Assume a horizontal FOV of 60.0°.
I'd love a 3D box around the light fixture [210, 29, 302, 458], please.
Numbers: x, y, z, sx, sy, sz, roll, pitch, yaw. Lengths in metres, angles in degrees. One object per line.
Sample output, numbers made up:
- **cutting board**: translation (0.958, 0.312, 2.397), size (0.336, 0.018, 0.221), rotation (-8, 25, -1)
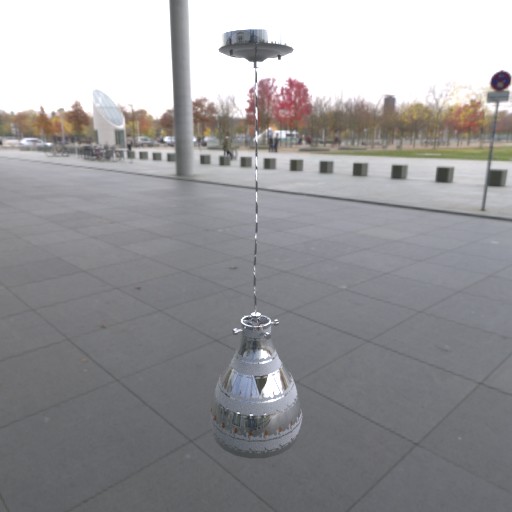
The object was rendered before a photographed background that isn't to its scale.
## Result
- **light fixture**: translation (0.000, 0.000, 1.620), size (0.374, 1.457, 0.374), rotation (-8, 17, -27)
